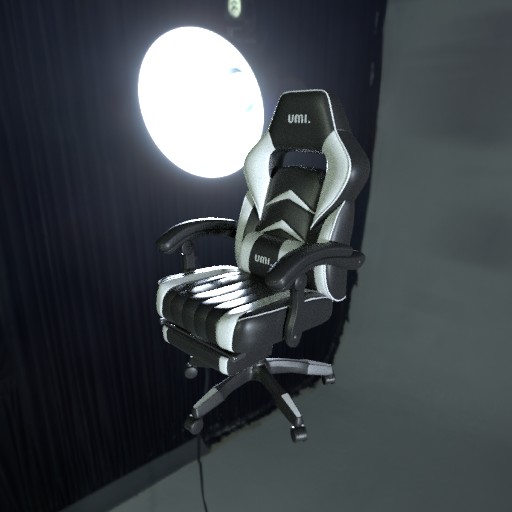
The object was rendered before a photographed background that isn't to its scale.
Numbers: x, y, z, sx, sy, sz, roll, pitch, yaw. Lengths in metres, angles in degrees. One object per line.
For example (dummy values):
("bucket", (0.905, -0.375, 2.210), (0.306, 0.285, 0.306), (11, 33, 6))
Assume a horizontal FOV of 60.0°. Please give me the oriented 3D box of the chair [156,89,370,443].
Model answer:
("chair", (0.000, 0.000, 1.670), (0.676, 1.200, 0.700), (16, 23, 42))
